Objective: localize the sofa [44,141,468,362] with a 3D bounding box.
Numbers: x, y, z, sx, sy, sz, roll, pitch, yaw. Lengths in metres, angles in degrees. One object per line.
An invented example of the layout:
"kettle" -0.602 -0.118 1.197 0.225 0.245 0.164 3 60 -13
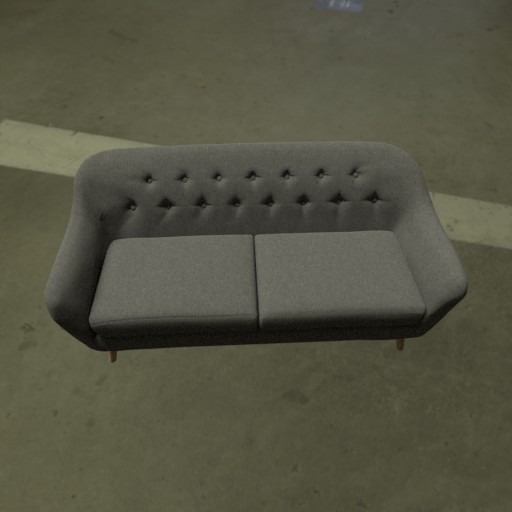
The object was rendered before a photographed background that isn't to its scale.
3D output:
"sofa" 0.000 0.000 2.244 1.840 0.820 0.820 -2 48 -2
